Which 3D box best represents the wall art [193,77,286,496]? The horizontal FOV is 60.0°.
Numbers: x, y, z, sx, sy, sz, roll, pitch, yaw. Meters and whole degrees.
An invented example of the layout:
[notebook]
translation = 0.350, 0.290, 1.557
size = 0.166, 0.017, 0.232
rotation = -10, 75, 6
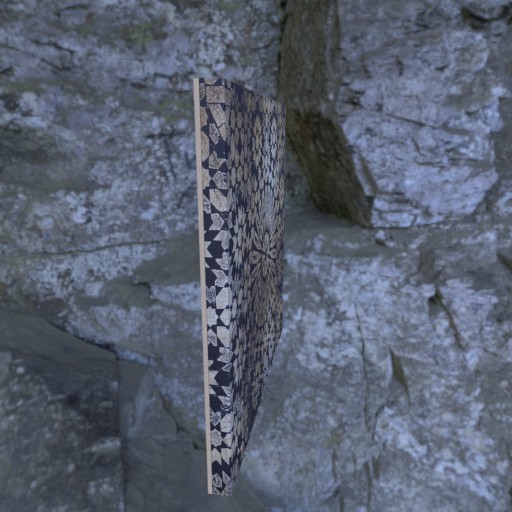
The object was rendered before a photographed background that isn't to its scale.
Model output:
[wall art]
translation = 0.000, 0.000, 0.901
size = 0.038, 0.612, 0.612
rotation = 3, 16, 10
